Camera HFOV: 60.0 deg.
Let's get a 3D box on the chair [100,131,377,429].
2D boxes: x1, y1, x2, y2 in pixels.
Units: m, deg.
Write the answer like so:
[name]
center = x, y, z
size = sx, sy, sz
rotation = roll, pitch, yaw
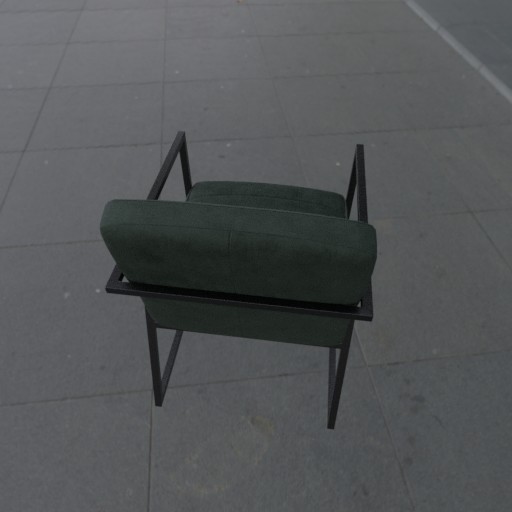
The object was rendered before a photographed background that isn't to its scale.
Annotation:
[chair]
center = 0.000, 0.000, 1.296
size = 0.571, 0.833, 0.677
rotation = 6, 47, 5
